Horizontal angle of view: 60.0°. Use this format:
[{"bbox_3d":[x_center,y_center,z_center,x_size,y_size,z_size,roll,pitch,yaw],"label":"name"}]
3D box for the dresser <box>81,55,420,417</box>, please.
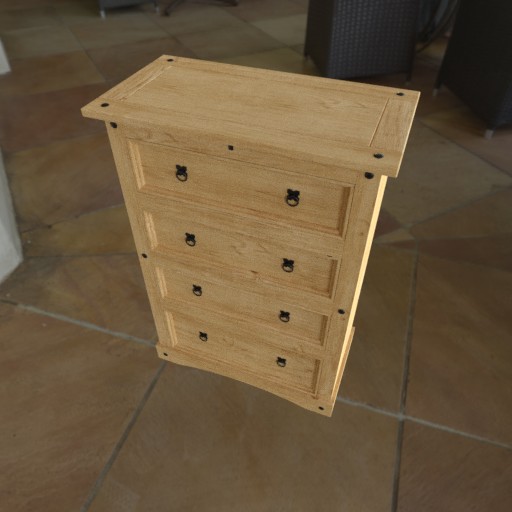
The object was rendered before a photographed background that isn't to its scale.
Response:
[{"bbox_3d":[0.000,0.000,1.781,0.915,1.300,0.485,15,45,15],"label":"dresser"}]
